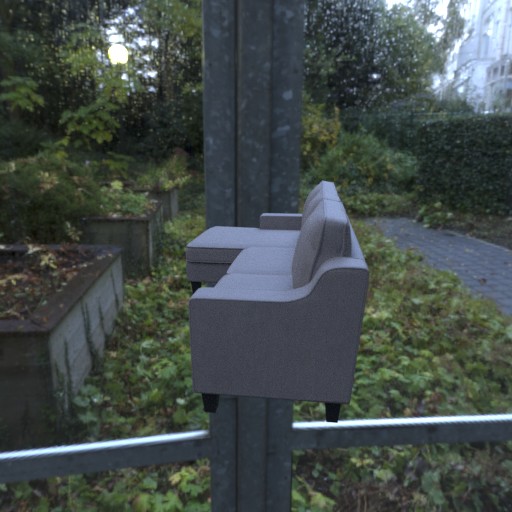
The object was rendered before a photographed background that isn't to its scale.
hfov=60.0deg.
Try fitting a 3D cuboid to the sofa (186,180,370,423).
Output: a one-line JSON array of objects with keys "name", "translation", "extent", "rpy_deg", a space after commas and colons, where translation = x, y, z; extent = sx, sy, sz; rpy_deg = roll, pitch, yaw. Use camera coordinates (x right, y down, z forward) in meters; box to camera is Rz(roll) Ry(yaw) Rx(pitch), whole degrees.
[{"name": "sofa", "translation": [0.000, 0.000, 3.156], "extent": [1.294, 0.928, 2.561], "rpy_deg": [2, 14, 8]}]
